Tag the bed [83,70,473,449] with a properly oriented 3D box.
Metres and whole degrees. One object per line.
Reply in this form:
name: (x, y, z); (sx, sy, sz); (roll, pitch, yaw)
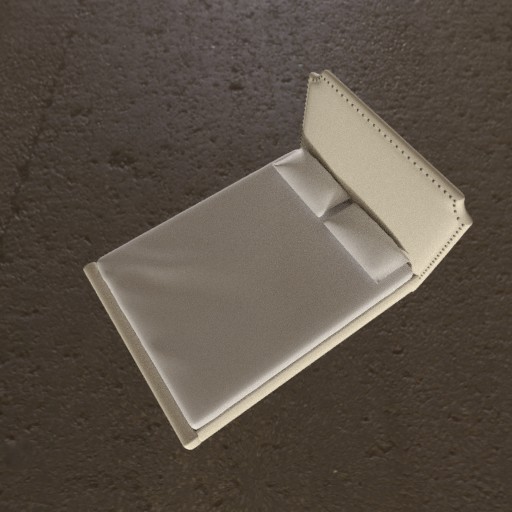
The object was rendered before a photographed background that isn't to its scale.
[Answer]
bed: (0.000, 0.000, 3.457); (2.372, 1.443, 1.712); (-32, 67, -15)
